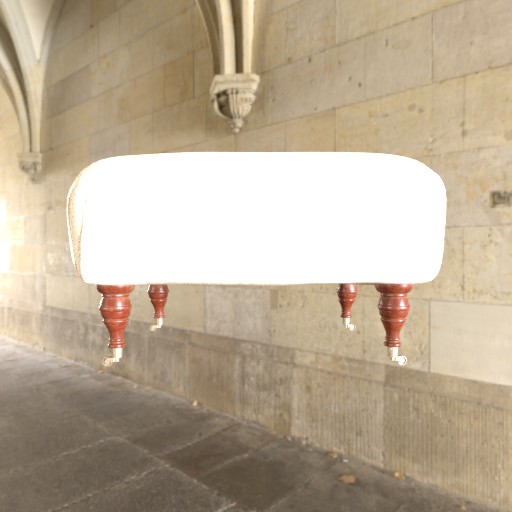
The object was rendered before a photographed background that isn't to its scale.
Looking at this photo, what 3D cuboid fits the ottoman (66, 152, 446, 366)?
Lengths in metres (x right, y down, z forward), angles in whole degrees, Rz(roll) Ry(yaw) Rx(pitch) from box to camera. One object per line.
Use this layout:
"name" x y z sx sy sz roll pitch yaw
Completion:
"ottoman" 0.000 0.000 1.117 0.747 0.450 0.622 0 0 -1
